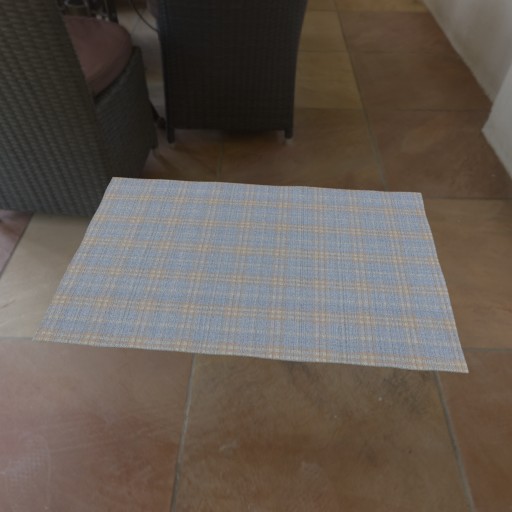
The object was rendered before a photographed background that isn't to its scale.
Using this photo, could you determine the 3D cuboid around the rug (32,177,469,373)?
[{"bbox_3d":[0.000,0.000,2.996,2.460,0.016,1.545,3,47,3],"label":"rug"}]
